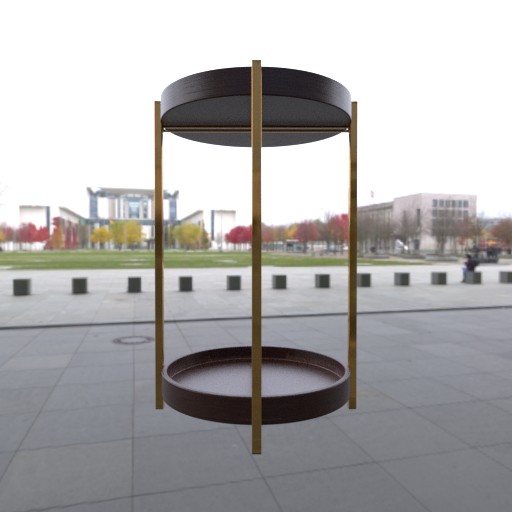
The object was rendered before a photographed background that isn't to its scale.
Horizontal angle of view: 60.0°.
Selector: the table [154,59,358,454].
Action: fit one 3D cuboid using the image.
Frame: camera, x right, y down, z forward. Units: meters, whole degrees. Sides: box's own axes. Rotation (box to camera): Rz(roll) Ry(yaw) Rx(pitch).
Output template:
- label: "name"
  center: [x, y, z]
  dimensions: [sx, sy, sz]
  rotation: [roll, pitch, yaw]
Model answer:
- label: "table"
  center: [0.000, 0.000, 0.883]
  dimensions: [0.400, 0.610, 0.400]
  rotation: [0, 1, 0]
